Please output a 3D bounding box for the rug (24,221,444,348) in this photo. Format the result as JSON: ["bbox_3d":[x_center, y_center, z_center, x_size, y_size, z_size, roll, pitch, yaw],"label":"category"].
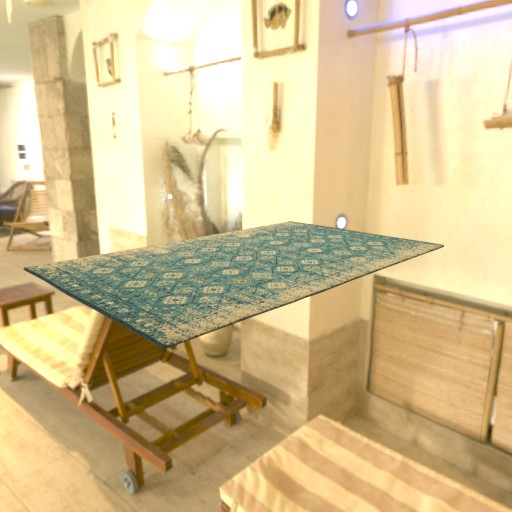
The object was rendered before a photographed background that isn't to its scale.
[{"bbox_3d":[0.000,0.000,2.974,2.449,0.015,1.530,-13,19,-43],"label":"rug"}]
